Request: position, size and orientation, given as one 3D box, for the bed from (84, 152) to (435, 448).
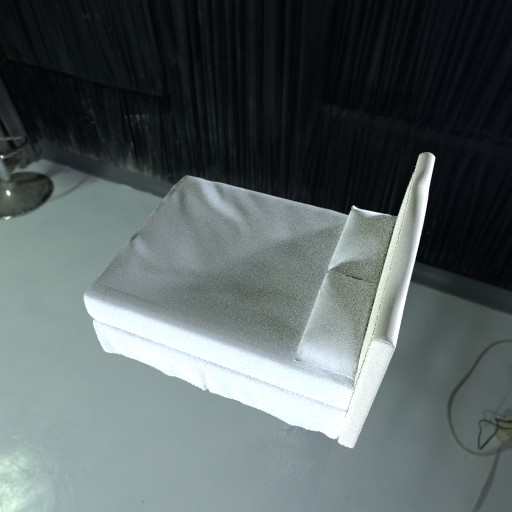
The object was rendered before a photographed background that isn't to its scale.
[{"bbox_3d":[0.000,0.000,3.389,2.143,1.460,1.753,16,48,15],"label":"bed"}]
